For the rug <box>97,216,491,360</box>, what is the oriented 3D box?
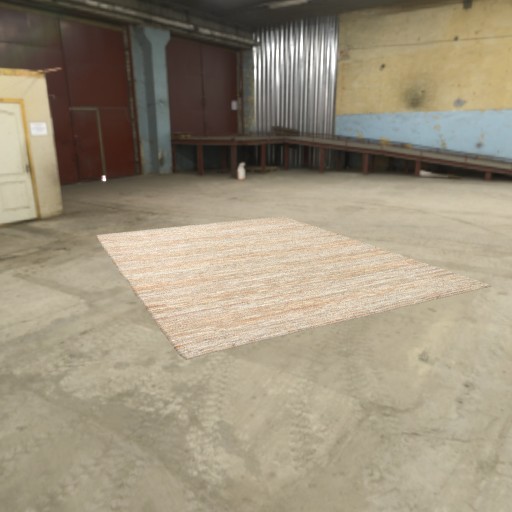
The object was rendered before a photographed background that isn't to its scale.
[{"bbox_3d":[0.000,0.000,3.899,2.313,0.009,2.939,-8,18,-26],"label":"rug"}]
